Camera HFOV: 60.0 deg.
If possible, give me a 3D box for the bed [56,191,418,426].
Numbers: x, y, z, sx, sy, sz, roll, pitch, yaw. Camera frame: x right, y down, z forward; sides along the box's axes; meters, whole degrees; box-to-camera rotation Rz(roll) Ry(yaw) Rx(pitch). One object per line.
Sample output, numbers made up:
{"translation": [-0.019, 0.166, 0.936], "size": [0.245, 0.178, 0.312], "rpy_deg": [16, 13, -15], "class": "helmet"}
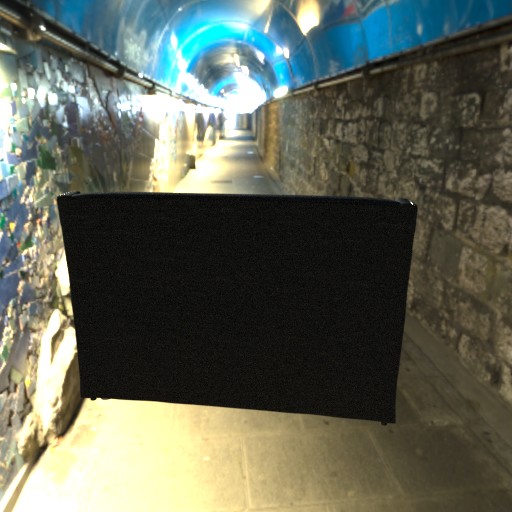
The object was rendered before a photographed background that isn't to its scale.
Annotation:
{"translation": [0.000, 0.000, 3.534], "size": [1.925, 1.332, 2.276], "rpy_deg": [2, 17, 7], "class": "bed"}
